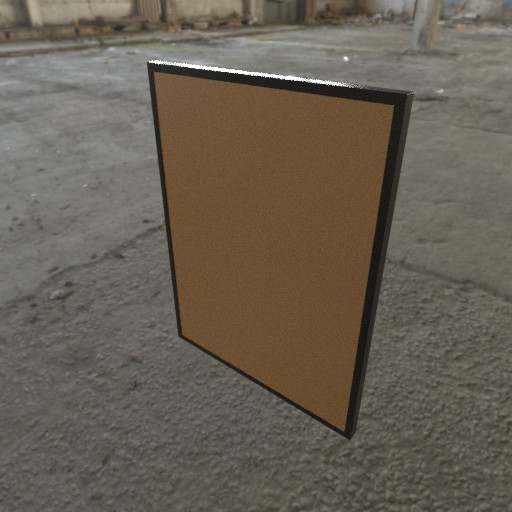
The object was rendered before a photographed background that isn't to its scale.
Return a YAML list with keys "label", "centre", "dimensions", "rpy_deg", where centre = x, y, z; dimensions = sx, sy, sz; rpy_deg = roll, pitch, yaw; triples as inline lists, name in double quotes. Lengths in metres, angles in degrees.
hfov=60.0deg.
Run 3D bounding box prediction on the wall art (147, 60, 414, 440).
- label: "wall art"
  centre: [0.000, 0.000, 1.383]
  dimensions: [0.804, 1.061, 0.039]
  rpy_deg: [22, 37, 33]
